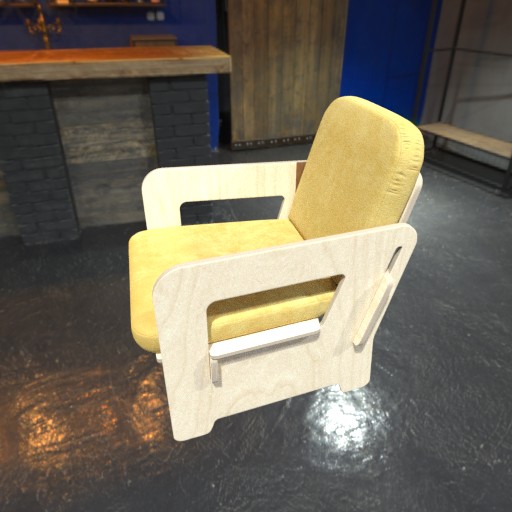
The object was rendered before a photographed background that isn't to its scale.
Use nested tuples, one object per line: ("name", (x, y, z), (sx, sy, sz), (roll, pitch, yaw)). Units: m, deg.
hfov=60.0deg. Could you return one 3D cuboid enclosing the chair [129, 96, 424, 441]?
("chair", (0.000, 0.000, 1.269), (0.710, 0.800, 0.590), (-8, 32, -12))
